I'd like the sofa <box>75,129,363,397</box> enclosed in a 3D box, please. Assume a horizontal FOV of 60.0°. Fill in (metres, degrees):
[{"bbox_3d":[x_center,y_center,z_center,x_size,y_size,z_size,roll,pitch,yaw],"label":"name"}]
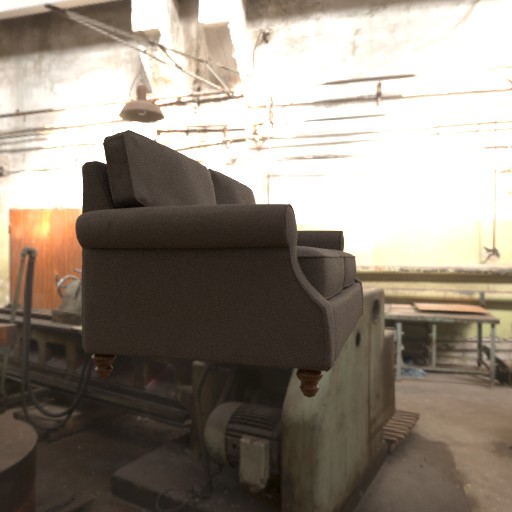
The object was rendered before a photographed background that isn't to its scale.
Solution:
[{"bbox_3d":[0.000,0.000,2.241,0.964,0.937,1.665,0,0,17],"label":"sofa"}]
